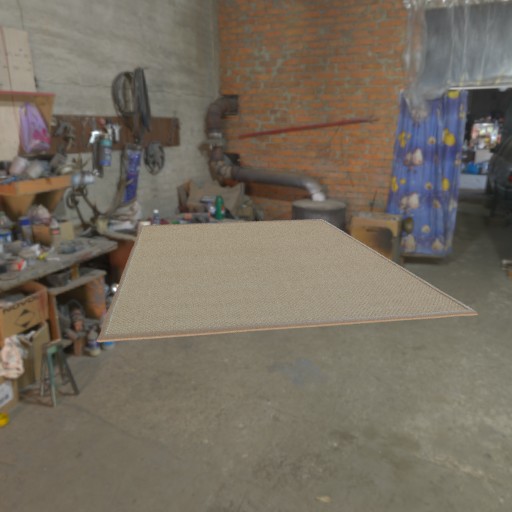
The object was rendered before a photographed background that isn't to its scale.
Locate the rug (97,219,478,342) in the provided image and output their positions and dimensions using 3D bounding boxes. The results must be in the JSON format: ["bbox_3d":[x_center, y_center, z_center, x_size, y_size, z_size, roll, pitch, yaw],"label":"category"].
[{"bbox_3d":[0.000,0.000,2.701,1.525,0.020,2.081,-3,16,-9],"label":"rug"}]
